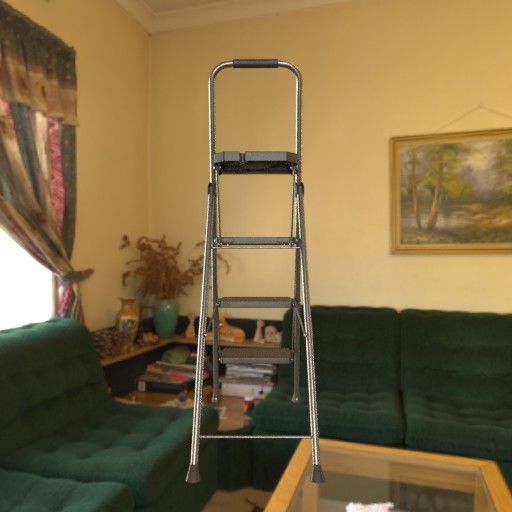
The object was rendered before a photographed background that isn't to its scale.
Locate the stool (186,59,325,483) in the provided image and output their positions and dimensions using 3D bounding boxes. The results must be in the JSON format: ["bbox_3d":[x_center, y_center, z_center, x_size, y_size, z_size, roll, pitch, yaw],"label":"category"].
[{"bbox_3d":[0.000,0.000,1.611,0.396,1.277,0.733,0,0,0],"label":"stool"}]
